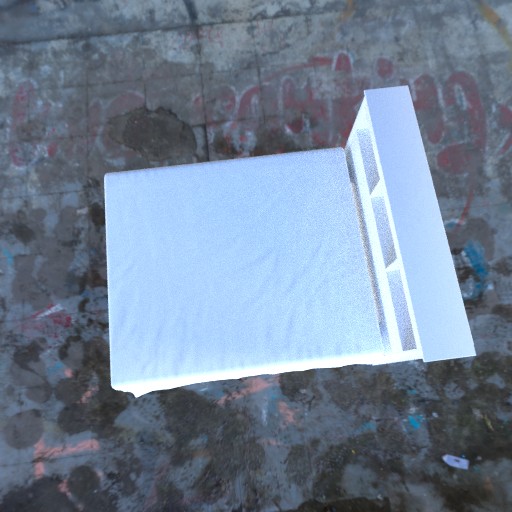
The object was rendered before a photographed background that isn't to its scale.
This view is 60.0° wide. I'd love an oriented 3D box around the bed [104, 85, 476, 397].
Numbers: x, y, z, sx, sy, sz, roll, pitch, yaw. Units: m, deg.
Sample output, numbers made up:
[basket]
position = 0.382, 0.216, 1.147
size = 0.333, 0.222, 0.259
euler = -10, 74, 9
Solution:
[bed]
position = 0.000, 0.000, 3.049
size = 2.133, 1.092, 1.671
euler = -7, 74, -2
